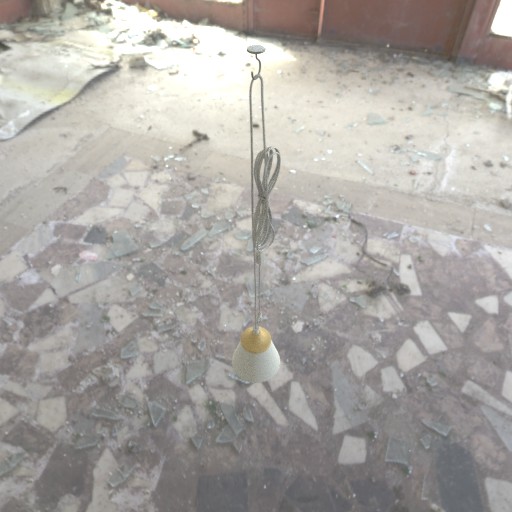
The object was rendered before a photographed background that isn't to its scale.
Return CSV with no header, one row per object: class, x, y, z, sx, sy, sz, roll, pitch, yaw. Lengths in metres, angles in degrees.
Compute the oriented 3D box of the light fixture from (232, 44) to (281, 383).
light fixture,0.000,0.000,1.062,0.153,0.966,0.153,-24,51,-22
